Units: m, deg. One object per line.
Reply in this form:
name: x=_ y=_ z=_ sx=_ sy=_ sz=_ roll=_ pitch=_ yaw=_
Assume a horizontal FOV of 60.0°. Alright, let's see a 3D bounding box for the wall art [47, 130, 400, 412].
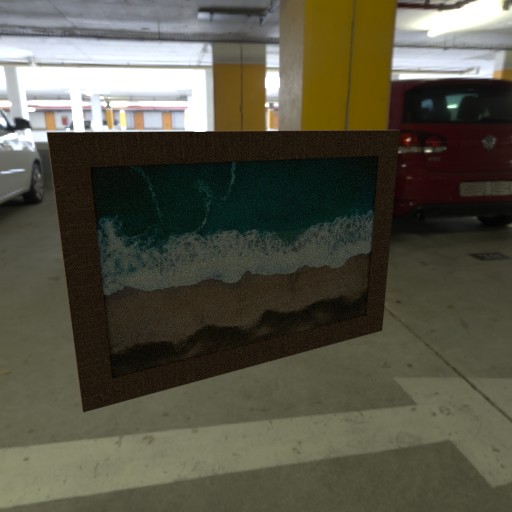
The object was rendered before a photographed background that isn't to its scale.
wall art: x=0.000 y=0.000 z=1.153 sx=0.917 sy=0.626 sz=0.019 roll=-8 pitch=18 yaw=-27
